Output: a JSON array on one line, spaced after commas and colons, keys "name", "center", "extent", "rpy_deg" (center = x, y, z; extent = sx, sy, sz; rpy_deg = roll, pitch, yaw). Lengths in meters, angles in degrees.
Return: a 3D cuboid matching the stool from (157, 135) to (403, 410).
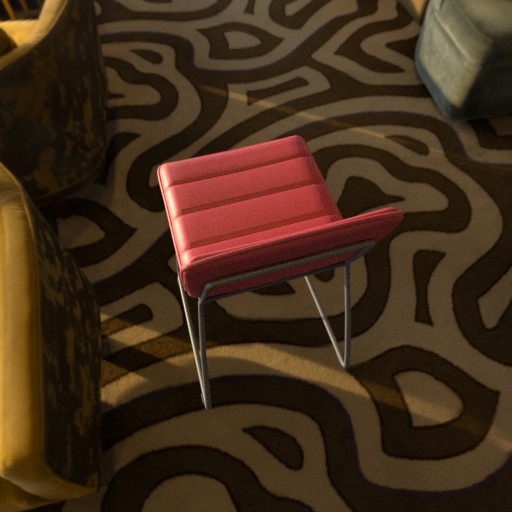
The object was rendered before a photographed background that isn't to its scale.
[{"name": "stool", "center": [0.000, 0.000, 1.196], "extent": [0.489, 0.866, 0.524], "rpy_deg": [-14, 60, -9]}]
